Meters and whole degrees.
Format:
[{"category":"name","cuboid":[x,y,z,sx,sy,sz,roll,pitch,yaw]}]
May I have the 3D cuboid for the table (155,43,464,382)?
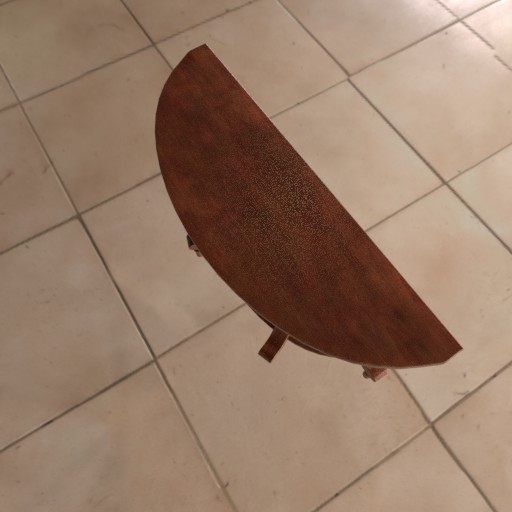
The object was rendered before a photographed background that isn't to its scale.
[{"category":"table","cuboid":[0.000,0.000,1.527,0.394,0.699,1.198,-31,70,-13]}]
